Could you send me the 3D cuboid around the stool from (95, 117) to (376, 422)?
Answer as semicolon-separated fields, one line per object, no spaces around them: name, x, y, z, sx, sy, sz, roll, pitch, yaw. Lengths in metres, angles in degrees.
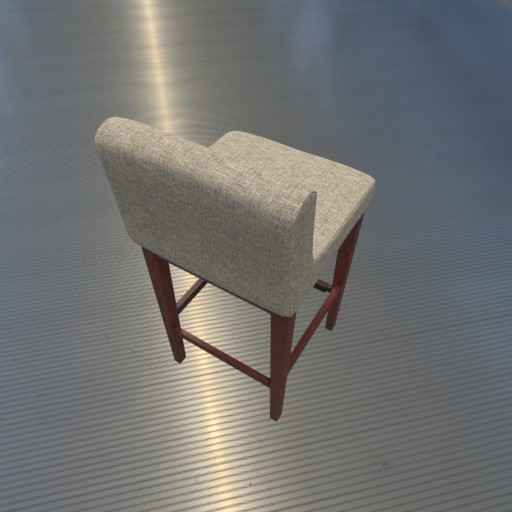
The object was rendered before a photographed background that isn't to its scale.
stool;0.000;0.000;1.133;0.417;0.835;0.459;24;51;21
